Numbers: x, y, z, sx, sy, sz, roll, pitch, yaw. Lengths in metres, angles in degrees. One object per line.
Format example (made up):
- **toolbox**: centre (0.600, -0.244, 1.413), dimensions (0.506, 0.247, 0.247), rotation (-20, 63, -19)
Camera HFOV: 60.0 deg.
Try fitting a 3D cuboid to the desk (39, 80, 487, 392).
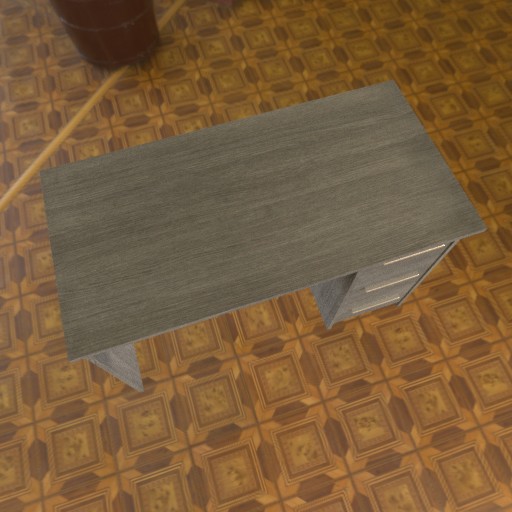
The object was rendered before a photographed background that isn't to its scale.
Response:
- **desk**: centre (0.000, 0.000, 1.537), dimensions (1.097, 0.735, 0.560), rotation (-17, 66, -8)
